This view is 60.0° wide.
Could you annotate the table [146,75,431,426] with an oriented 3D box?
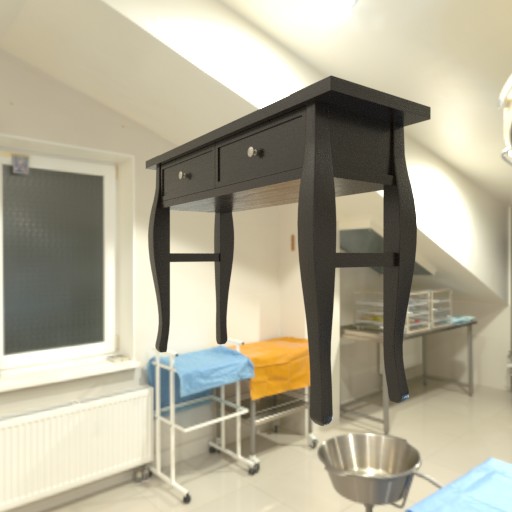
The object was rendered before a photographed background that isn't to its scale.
[{"bbox_3d":[0.000,0.000,1.475,0.373,0.768,1.062,0,0,-35],"label":"table"}]
